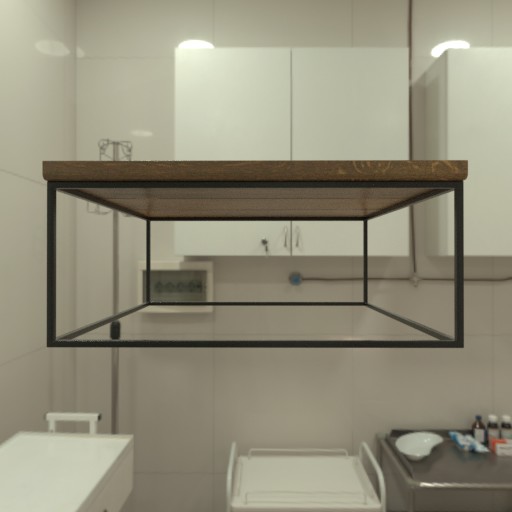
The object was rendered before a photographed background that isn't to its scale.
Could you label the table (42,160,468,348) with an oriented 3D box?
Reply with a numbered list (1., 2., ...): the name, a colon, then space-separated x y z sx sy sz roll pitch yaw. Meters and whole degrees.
1. table: 0.000 0.000 1.386 0.900 0.400 0.900 0 0 0
